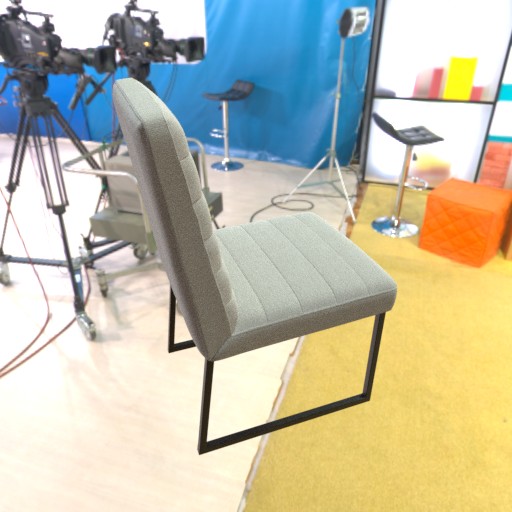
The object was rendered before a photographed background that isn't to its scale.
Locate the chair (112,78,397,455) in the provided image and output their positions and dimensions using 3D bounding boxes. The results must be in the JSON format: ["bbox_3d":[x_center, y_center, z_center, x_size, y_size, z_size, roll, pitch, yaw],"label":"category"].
[{"bbox_3d":[0.000,0.000,1.271,0.634,0.930,0.520,-11,31,-18],"label":"chair"}]
